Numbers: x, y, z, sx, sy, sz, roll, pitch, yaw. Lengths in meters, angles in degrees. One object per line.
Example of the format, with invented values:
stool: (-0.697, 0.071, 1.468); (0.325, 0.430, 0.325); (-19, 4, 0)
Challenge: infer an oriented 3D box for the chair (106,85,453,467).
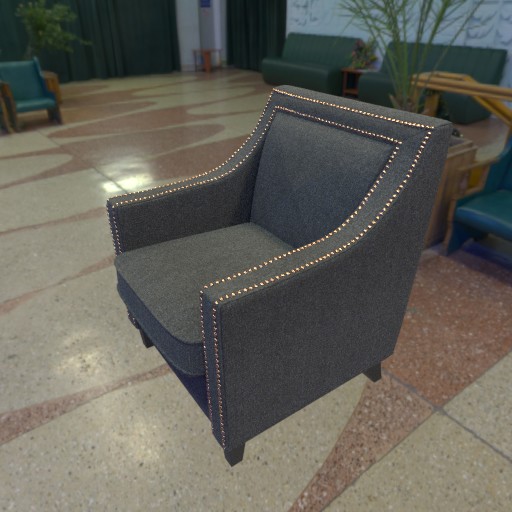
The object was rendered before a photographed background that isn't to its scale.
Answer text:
chair: (0.000, 0.000, 1.553); (0.884, 0.967, 0.776); (-19, 35, -30)
